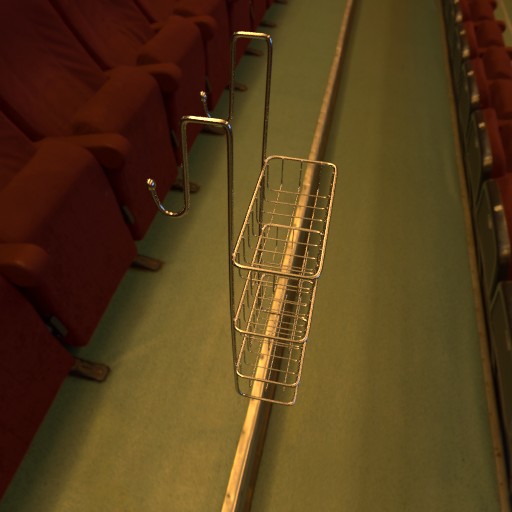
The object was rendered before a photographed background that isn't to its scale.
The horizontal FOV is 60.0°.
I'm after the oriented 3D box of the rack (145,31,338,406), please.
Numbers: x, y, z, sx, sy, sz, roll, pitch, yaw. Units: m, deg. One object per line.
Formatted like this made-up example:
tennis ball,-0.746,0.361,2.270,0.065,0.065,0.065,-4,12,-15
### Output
rack,0.000,0.000,0.674,0.202,0.574,0.228,9,49,8
